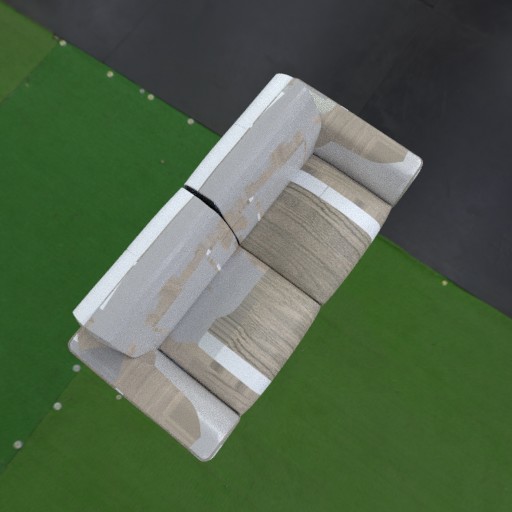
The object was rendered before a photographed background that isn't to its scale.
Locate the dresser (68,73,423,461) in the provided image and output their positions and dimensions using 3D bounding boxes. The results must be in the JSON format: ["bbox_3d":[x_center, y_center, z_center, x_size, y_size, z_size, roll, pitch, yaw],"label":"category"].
[{"bbox_3d":[0.000,0.000,5.842,2.251,1.863,4.679,36,79,8],"label":"dresser"}]
